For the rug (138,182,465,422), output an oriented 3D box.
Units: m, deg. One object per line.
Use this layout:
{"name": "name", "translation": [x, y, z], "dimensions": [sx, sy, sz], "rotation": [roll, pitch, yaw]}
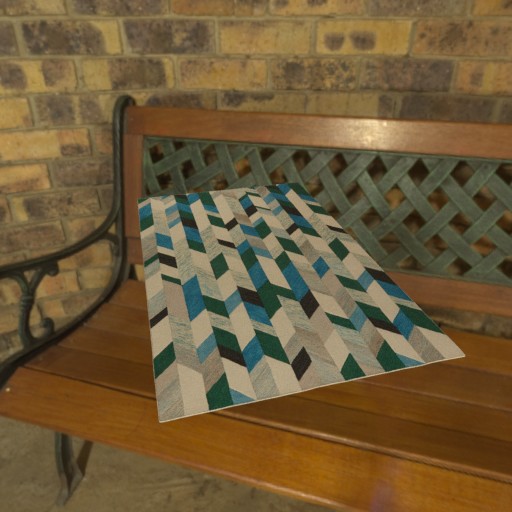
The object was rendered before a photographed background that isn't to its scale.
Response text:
{"name": "rug", "translation": [0.000, 0.000, 3.041], "dimensions": [1.507, 0.007, 2.433], "rotation": [-8, 32, -13]}
